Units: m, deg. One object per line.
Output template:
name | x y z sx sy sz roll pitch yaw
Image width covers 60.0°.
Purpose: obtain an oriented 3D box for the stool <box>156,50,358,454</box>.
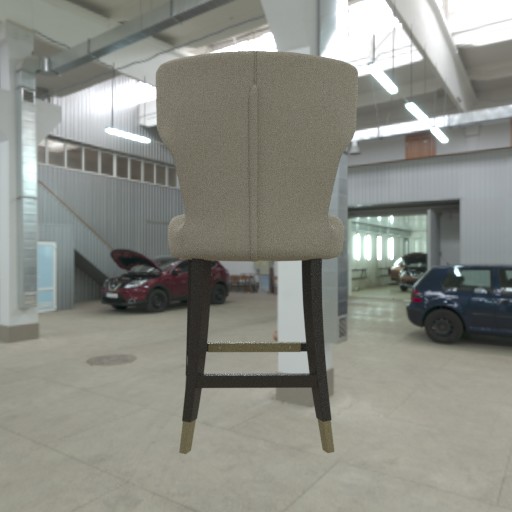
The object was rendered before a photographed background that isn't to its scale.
stool | 0.000 0.000 1.307 0.527 0.982 0.563 0 0 -1
